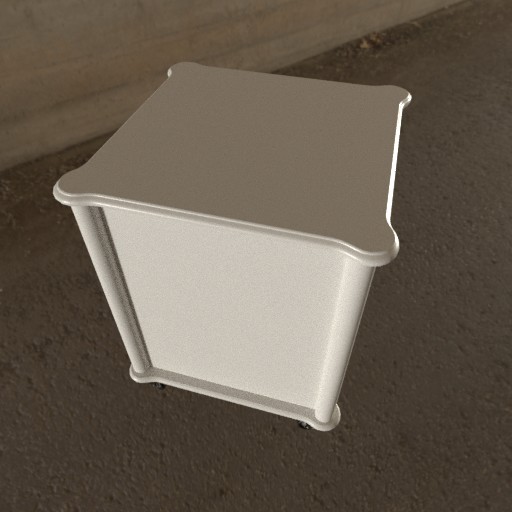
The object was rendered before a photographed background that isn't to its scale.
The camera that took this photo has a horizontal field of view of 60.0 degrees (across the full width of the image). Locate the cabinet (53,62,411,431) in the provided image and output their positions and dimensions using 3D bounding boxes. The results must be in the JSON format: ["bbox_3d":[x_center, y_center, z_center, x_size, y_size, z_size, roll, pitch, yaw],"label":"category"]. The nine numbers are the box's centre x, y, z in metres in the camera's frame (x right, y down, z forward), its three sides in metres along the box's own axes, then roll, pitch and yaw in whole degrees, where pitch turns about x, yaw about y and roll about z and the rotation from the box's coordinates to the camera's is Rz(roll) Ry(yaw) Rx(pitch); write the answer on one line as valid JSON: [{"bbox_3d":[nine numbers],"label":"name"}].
[{"bbox_3d":[0.000,0.000,1.213,0.627,0.761,0.628,11,47,11],"label":"cabinet"}]
